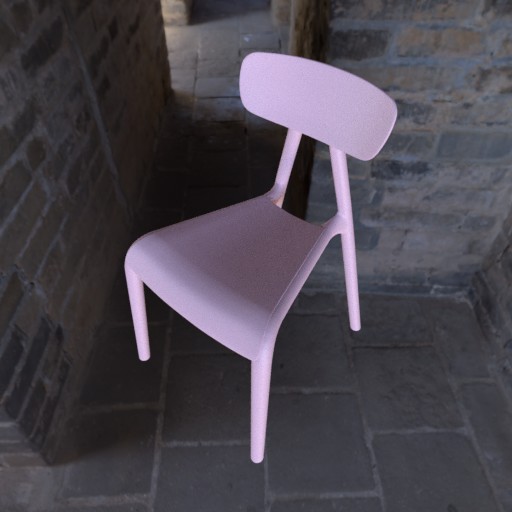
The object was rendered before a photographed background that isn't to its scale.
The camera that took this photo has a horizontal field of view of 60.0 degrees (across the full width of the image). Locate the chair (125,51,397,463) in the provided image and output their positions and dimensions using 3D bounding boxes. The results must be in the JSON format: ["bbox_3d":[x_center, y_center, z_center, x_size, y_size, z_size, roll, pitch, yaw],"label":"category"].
[{"bbox_3d":[0.000,0.000,0.810,0.356,0.580,0.401,32,54,27],"label":"chair"}]
